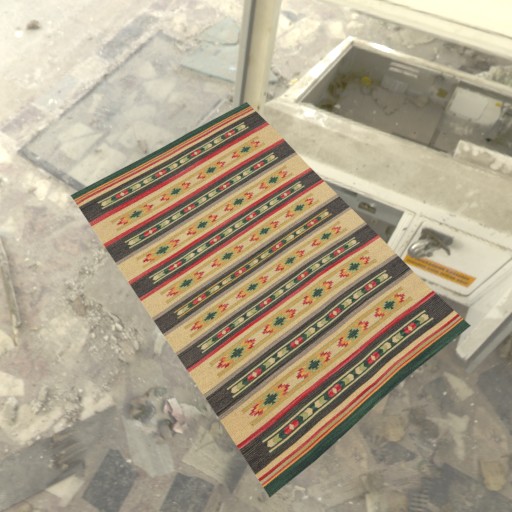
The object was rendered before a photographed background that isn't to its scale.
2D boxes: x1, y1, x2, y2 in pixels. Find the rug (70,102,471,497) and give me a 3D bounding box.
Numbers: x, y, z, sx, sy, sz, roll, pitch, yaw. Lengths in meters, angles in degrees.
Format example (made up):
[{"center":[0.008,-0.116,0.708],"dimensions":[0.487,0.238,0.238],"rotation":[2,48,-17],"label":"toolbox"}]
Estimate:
[{"center":[0.000,0.000,2.873],"dimensions":[1.522,0.010,2.311],"rotation":[-33,67,-16],"label":"rug"}]
